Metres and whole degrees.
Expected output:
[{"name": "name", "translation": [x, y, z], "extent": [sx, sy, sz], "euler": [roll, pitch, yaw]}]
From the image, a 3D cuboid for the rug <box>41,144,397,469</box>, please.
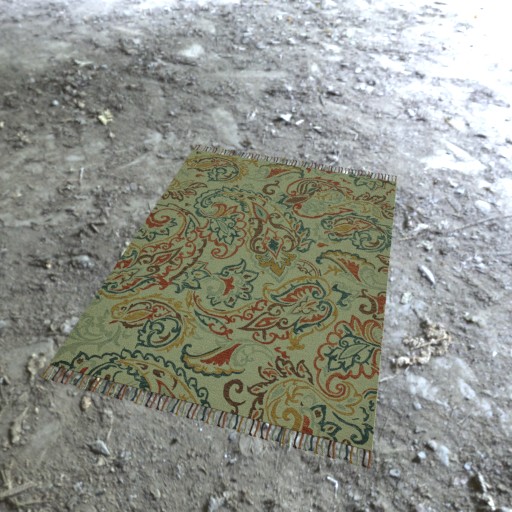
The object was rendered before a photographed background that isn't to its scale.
[{"name": "rug", "translation": [0.000, 0.000, 4.178], "extent": [2.439, 0.015, 3.274], "euler": [11, 47, 11]}]
